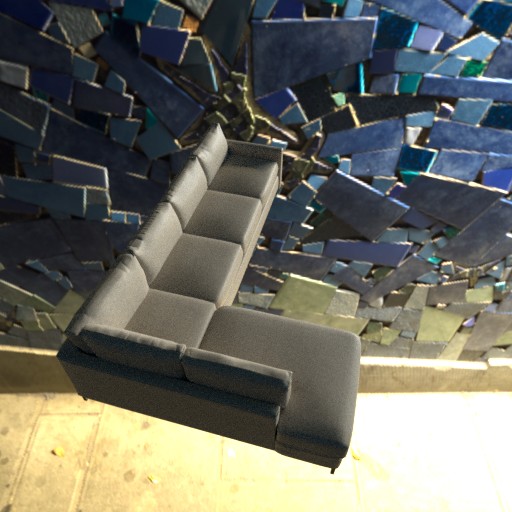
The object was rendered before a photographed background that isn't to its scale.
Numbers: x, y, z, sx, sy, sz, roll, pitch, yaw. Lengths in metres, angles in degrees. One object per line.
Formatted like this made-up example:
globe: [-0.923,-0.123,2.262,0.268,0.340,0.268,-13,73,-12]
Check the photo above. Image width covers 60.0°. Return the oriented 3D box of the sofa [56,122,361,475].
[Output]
sofa: [0.000,0.000,3.141,1.617,0.703,2.423,11,46,11]
